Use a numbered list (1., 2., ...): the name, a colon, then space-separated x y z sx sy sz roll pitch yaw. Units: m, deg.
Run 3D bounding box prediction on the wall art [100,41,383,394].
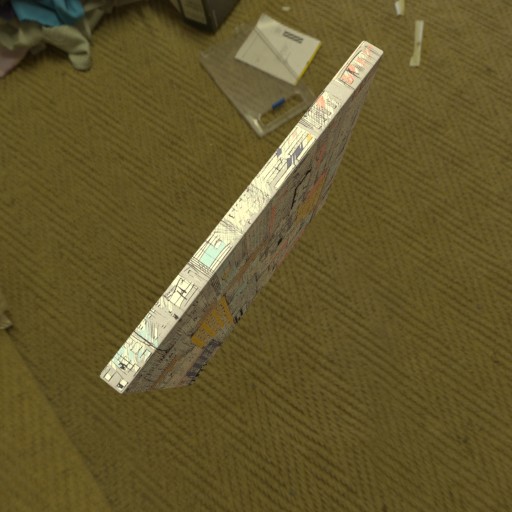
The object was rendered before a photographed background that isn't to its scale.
1. wall art: 0.000 0.000 0.894 0.038 0.608 0.607 35 78 9
